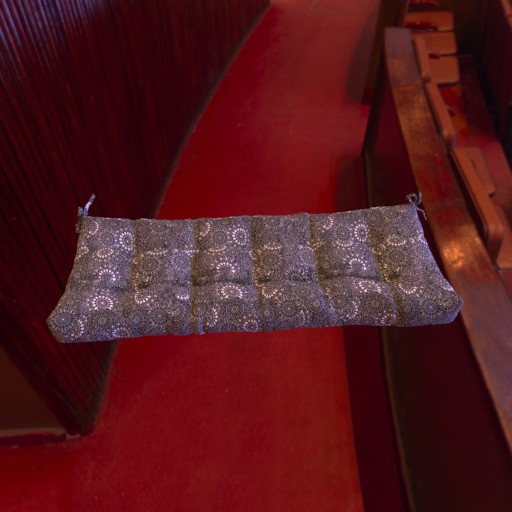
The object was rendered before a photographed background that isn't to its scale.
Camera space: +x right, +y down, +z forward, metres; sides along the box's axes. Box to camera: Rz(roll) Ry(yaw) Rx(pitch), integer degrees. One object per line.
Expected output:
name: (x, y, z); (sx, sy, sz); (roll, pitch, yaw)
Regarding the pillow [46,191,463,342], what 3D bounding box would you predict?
pillow: (0.000, 0.000, 1.368); (1.194, 0.174, 0.511); (-2, 47, -2)
